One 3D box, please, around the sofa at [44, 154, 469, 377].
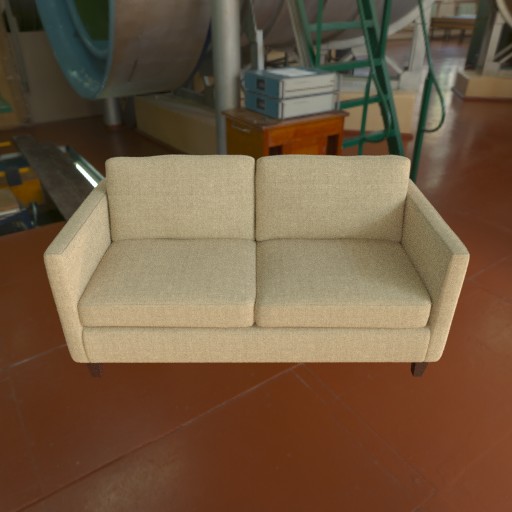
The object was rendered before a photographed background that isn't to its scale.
[{"bbox_3d":[0.000,0.000,2.429,1.884,0.963,0.950,0,31,0],"label":"sofa"}]
